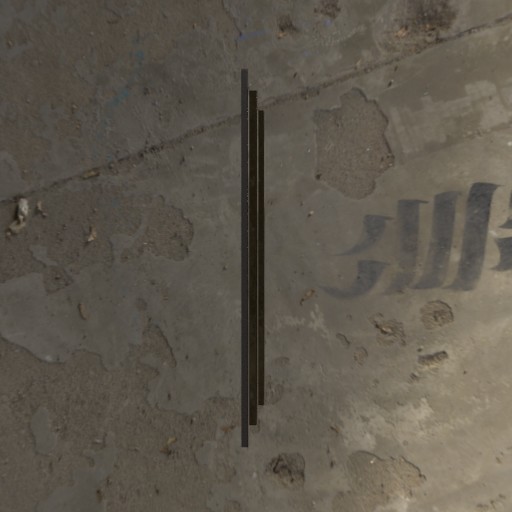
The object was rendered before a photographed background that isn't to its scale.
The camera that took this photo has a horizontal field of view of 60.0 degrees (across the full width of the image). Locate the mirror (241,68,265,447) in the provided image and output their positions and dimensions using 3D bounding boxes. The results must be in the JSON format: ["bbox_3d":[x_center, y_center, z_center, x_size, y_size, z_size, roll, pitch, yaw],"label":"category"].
[{"bbox_3d":[0.000,0.000,1.172,0.039,0.914,0.613,0,91,1],"label":"mirror"}]
